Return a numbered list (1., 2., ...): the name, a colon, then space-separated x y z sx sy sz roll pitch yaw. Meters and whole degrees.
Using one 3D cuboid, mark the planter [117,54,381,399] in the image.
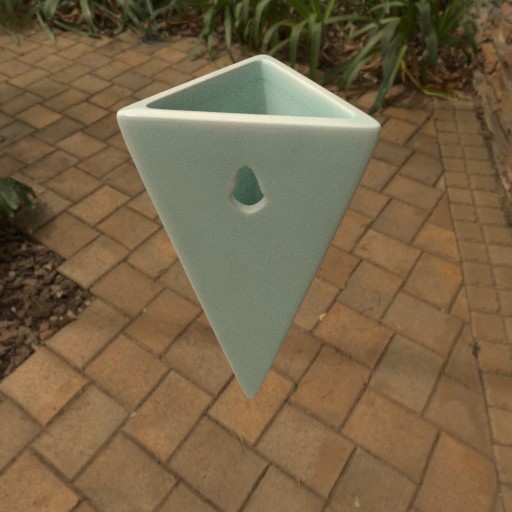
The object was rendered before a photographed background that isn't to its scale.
1. planter: 0.000 0.000 0.216 0.080 0.178 0.064 4 46 4
